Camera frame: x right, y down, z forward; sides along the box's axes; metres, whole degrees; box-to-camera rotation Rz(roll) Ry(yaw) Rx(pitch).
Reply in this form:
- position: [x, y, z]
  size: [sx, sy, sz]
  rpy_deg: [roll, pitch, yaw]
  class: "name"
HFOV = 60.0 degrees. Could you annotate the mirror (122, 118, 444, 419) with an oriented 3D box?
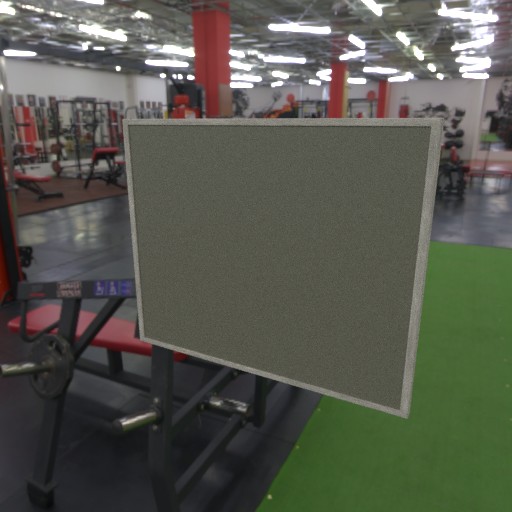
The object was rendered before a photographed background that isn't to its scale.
- position: [0.000, 0.000, 1.161]
  size: [0.839, 0.689, 0.028]
  rpy_deg: [9, 19, 27]
  class: "mirror"
